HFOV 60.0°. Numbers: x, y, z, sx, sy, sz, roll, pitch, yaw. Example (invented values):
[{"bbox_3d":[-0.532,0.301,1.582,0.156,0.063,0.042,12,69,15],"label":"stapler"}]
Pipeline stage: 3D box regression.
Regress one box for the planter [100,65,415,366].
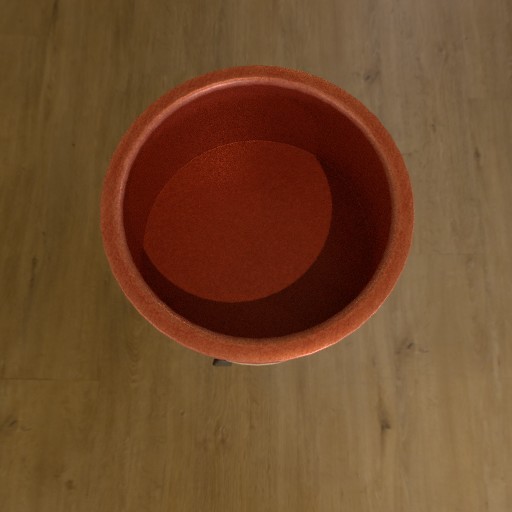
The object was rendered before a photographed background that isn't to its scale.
[{"bbox_3d":[0.000,0.000,0.702,0.345,0.465,0.354,17,77,4],"label":"planter"}]
